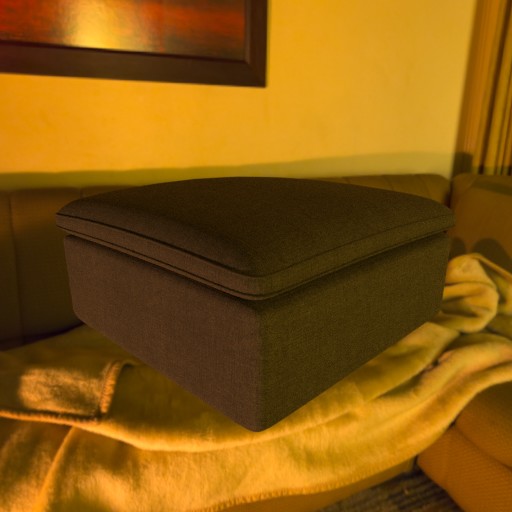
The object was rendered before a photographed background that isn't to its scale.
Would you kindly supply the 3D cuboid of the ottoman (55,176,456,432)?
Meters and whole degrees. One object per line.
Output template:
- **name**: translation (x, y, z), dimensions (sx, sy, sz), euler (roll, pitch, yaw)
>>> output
- **ottoman**: translation (0.000, 0.000, 1.653), dimensions (1.067, 0.559, 1.067), euler (15, 22, 43)
